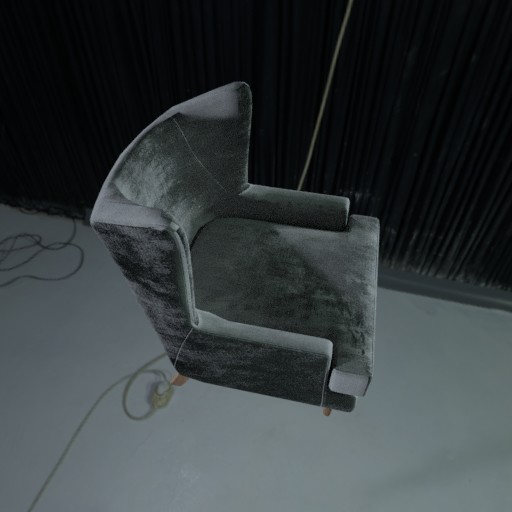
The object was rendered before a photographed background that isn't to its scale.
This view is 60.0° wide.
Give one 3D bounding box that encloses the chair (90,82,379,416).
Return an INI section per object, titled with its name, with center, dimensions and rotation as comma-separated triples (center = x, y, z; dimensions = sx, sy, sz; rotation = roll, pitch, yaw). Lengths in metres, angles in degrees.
[chair]
center = 0.000, 0.000, 1.632
dimensions = 0.906, 0.950, 0.784
rotation = 9, 47, 9
